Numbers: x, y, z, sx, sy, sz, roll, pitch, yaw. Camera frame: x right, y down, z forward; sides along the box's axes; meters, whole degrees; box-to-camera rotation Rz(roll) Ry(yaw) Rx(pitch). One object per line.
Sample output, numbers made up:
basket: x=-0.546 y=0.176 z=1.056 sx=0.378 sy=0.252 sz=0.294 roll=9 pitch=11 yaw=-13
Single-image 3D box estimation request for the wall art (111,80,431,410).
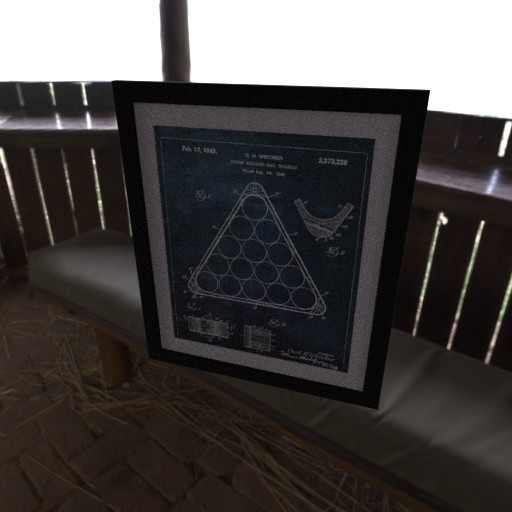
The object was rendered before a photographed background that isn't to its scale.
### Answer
wall art: x=0.000 y=0.000 z=0.499 sx=0.311 sy=0.361 sz=0.010 roll=8 pitch=27 yaw=16
